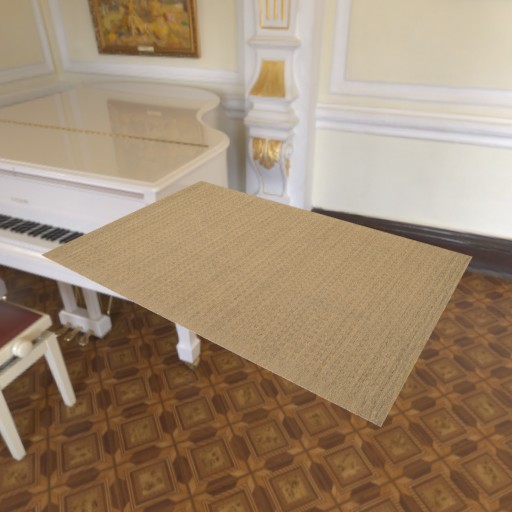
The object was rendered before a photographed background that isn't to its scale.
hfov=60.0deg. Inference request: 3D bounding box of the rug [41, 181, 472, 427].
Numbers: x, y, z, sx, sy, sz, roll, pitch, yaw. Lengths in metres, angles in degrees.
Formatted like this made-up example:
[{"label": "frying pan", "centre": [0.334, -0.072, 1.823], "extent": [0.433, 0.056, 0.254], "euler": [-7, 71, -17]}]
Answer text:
[{"label": "rug", "centre": [0.000, 0.000, 3.608], "extent": [2.895, 0.006, 1.981], "euler": [20, 36, 29]}]
